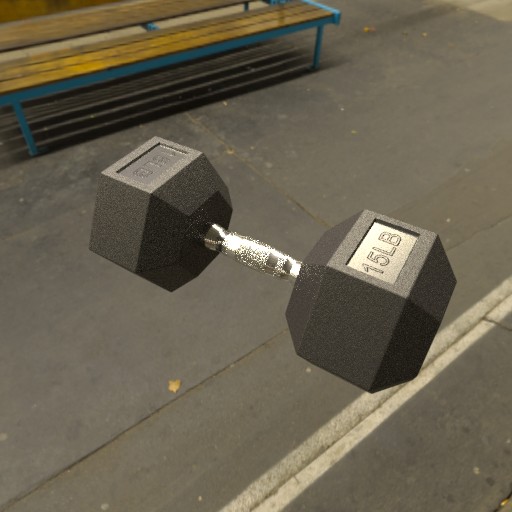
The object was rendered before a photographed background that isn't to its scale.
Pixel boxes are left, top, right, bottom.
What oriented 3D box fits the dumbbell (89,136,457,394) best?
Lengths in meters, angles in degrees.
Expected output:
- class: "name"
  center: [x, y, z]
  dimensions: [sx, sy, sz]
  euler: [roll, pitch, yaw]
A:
- class: "dumbbell"
  center: [0.000, 0.000, 0.338]
  dimensions: [0.271, 0.106, 0.122]
  euler: [23, 49, 22]
